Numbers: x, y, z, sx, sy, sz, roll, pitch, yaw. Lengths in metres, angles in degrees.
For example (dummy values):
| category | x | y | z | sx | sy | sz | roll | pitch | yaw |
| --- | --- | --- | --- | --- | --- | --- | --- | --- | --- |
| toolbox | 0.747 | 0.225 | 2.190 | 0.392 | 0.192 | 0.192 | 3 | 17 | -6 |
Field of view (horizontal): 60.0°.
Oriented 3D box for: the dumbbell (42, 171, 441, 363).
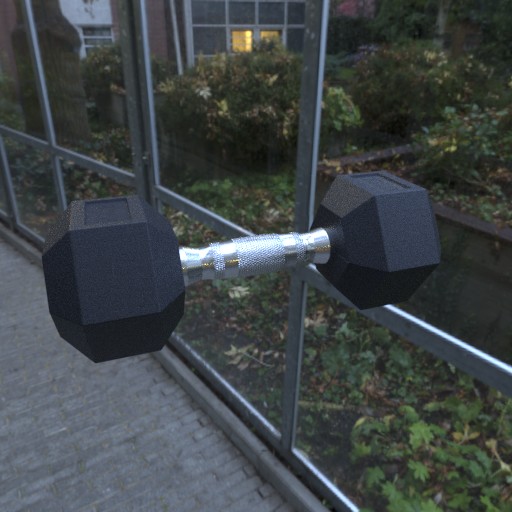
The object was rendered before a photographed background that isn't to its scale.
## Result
| category | x | y | z | sx | sy | sz | roll | pitch | yaw |
| --- | --- | --- | --- | --- | --- | --- | --- | --- | --- |
| dumbbell | 0.000 | 0.000 | 0.320 | 0.272 | 0.092 | 0.106 | -8 | 27 | -17 |
